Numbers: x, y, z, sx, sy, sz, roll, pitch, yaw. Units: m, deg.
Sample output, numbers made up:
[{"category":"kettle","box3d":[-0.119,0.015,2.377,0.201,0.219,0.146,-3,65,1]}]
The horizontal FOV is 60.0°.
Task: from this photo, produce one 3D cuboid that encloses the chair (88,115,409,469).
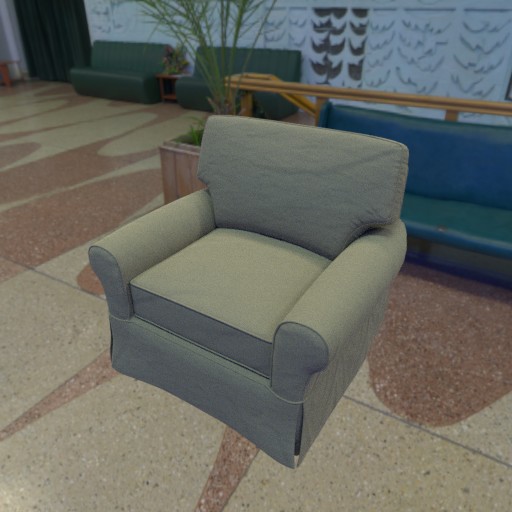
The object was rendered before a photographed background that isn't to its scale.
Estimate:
[{"category":"chair","box3d":[0.000,0.000,1.925,1.135,1.017,0.988,18,34,28]}]
